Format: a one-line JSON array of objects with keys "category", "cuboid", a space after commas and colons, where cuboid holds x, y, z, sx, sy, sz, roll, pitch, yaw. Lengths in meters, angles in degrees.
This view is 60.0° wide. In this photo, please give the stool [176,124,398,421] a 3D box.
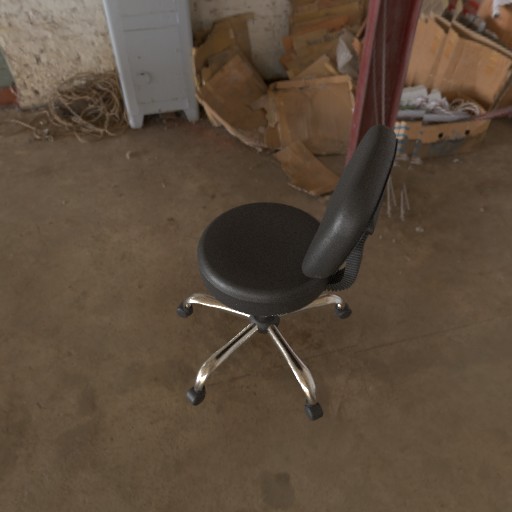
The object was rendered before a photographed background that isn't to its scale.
[{"category": "stool", "cuboid": [0.000, 0.000, 1.349, 0.648, 0.862, 0.673, 15, 48, 15]}]
